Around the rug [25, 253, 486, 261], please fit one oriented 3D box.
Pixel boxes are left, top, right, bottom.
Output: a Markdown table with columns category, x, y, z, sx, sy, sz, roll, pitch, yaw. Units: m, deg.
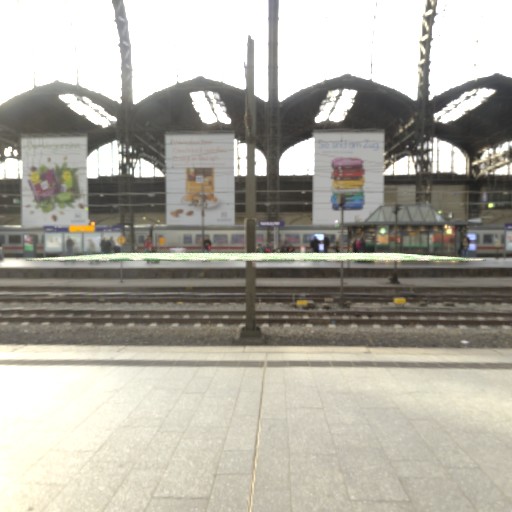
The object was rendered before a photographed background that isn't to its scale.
| category | x | y | z | sx | sy | sz | roll | pitch | yaw |
| --- | --- | --- | --- | --- | --- | --- | --- | --- | --- |
| rug | 0.000 | 0.000 | 2.361 | 1.826 | 0.006 | 1.220 | 0 | 2 | 0 |
